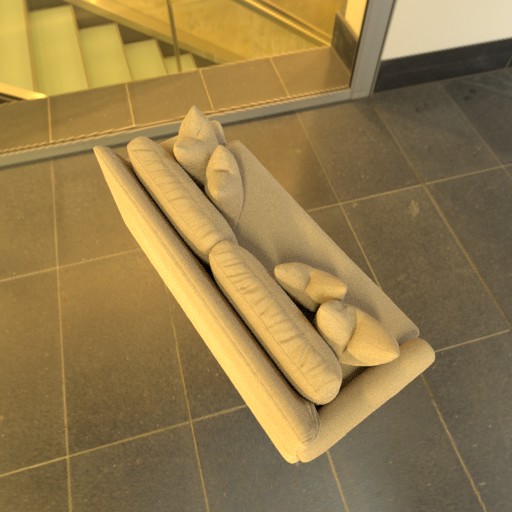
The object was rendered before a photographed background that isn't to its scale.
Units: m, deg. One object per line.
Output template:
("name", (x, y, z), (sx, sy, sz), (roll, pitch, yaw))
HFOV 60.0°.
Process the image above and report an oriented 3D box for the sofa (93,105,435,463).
("sofa", (0.000, 0.000, 2.829), (1.067, 0.904, 2.285), (-31, 64, -17))
